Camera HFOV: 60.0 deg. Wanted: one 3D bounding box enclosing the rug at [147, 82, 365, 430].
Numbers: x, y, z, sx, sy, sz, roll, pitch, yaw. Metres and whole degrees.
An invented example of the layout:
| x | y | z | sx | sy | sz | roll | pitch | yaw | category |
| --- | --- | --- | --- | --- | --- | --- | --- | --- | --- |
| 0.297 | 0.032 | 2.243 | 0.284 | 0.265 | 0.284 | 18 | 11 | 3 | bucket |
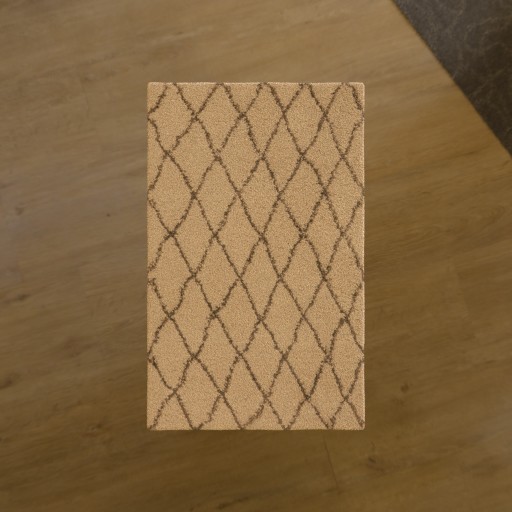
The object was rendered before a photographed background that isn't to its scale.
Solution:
| x | y | z | sx | sy | sz | roll | pitch | yaw | category |
| --- | --- | --- | --- | --- | --- | --- | --- | --- | --- |
| 0.000 | 0.000 | 3.115 | 1.524 | 0.030 | 2.438 | 0 | 90 | 0 | rug |
